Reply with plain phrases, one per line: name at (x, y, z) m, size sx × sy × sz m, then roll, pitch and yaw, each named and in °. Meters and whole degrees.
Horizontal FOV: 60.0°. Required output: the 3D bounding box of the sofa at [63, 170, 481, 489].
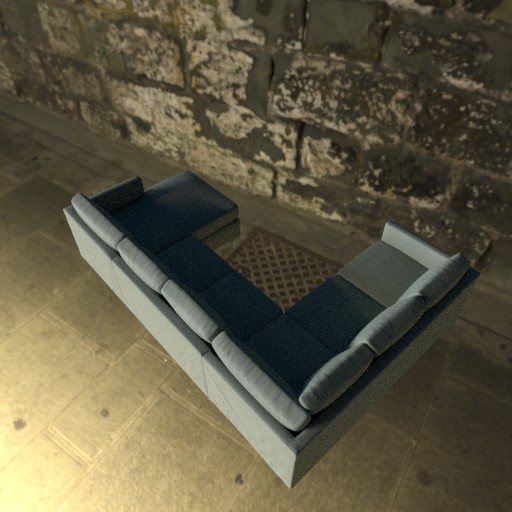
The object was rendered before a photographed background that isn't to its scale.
sofa at (0.000, 0.000, 4.535) m, size 2.427 × 0.882 × 3.460 m, roll -33°, pitch 54°, yaw -28°
